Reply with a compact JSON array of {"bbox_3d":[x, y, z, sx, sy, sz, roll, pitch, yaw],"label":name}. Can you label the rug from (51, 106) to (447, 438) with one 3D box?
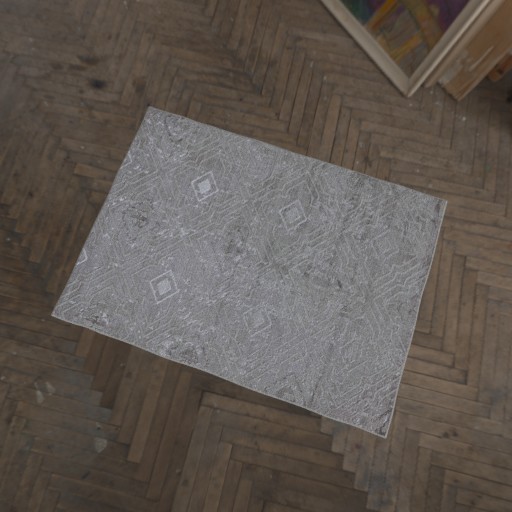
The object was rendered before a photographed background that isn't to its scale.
[{"bbox_3d":[0.000,0.000,4.440,3.359,0.020,2.448,19,76,5],"label":"rug"}]
